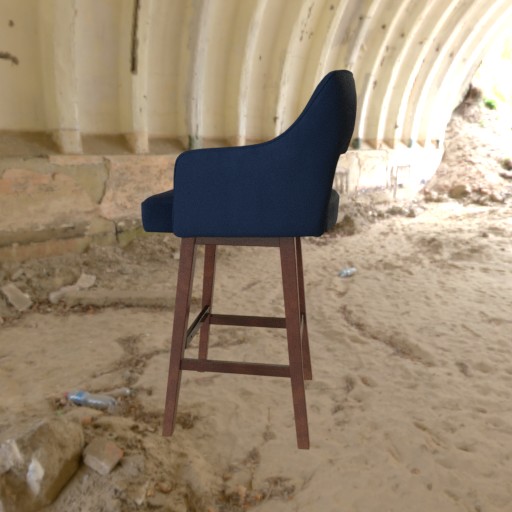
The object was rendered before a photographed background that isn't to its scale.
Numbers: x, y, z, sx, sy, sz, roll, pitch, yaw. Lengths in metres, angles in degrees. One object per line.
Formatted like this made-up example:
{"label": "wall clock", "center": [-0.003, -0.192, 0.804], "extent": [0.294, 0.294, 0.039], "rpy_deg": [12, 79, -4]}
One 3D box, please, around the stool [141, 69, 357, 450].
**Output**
{"label": "stool", "center": [0.000, 0.000, 1.381], "extent": [0.560, 1.041, 0.550], "rpy_deg": [2, 14, 8]}
